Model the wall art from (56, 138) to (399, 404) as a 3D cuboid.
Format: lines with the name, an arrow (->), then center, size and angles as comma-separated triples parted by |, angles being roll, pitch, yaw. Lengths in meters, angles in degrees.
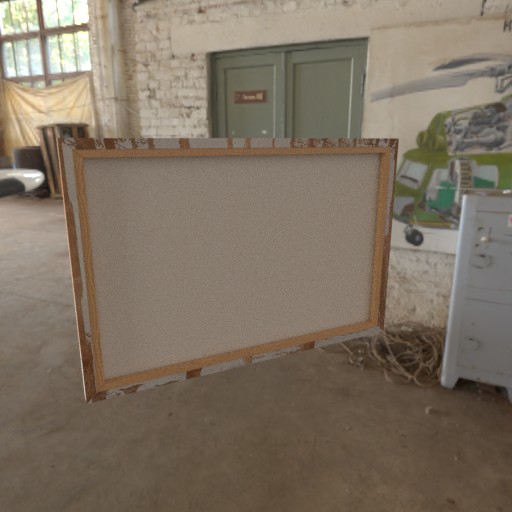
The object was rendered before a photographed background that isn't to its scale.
wall art -> 0.000, 0.000, 1.185 | 0.914, 0.609, 0.035 | -7, 16, -26
